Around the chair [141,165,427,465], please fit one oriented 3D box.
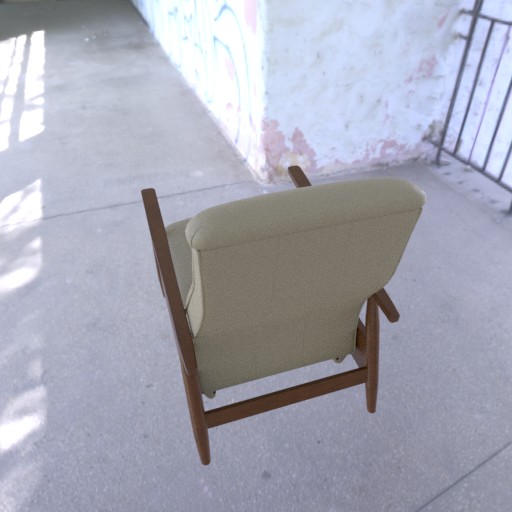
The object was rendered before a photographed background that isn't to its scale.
[{"bbox_3d":[0.000,0.000,1.759,0.762,1.082,1.014,-12,41,-14],"label":"chair"}]
